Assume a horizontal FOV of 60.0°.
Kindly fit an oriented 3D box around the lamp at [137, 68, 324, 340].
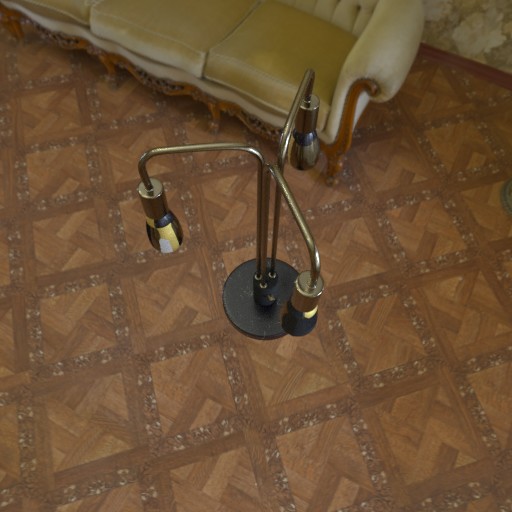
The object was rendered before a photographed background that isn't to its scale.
[{"bbox_3d":[0.000,0.000,0.825,0.355,0.560,0.368,-16,64,-8],"label":"lamp"}]
